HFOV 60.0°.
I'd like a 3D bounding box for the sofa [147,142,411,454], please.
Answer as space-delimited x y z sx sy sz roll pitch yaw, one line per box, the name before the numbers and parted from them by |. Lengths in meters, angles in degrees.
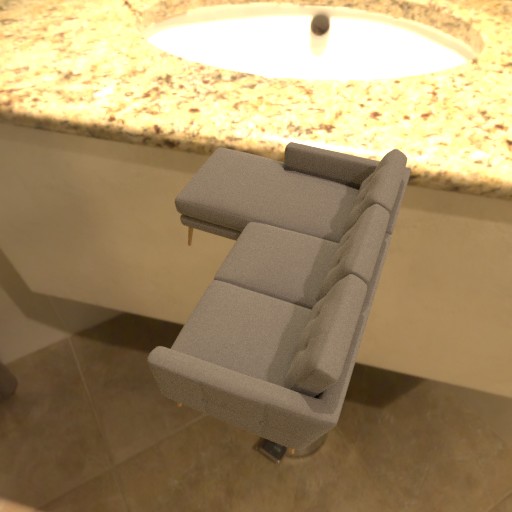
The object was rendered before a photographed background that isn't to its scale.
sofa | 0.000 0.000 2.824 1.530 0.860 2.040 17 49 15
